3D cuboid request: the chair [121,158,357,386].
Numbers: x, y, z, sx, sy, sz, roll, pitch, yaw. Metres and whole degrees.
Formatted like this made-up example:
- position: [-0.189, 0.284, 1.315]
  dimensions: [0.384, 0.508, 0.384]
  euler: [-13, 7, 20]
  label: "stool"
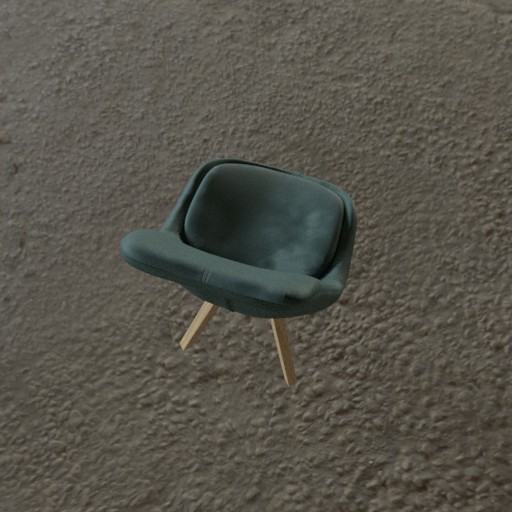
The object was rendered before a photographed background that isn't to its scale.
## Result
- position: [0.000, 0.000, 1.187]
  dimensions: [0.483, 0.865, 0.547]
  euler: [17, 65, 8]
  label: "chair"
